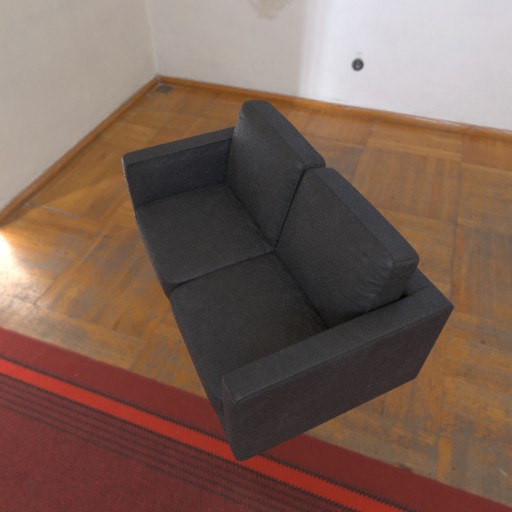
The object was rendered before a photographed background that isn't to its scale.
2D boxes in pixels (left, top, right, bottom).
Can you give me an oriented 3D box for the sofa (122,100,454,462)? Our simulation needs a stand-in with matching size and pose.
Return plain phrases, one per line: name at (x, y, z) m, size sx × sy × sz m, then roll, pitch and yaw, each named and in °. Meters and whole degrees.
sofa at (0.000, 0.000, 2.038) m, size 0.879 × 0.899 × 1.430 m, roll -19°, pitch 50°, yaw -17°
